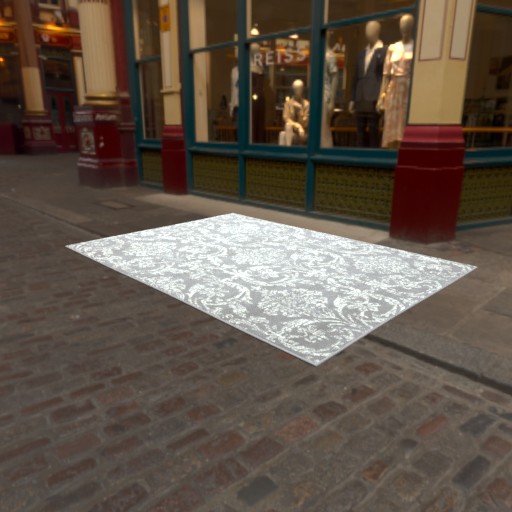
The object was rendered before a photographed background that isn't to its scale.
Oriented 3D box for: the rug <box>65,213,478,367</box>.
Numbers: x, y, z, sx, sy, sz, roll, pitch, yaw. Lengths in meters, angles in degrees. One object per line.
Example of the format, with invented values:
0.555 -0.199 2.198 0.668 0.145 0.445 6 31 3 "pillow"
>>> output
0.000 0.000 2.887 1.578 0.014 2.206 -17 24 -42 "rug"
